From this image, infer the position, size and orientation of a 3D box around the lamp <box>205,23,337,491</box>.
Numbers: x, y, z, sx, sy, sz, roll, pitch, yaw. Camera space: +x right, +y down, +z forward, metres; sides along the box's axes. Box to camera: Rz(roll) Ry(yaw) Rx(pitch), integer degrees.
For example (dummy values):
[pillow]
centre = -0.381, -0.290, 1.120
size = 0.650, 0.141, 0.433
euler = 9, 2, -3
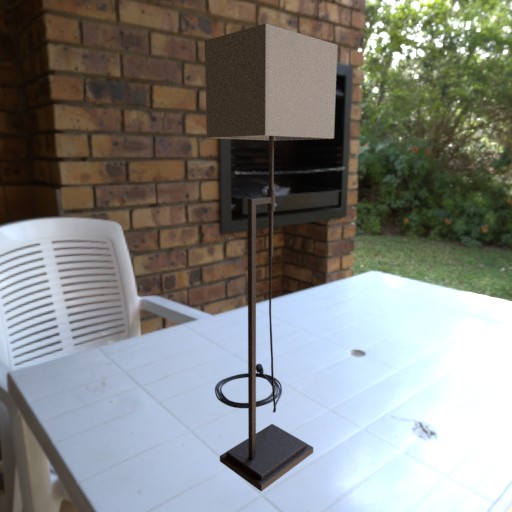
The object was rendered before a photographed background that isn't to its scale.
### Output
[lamp]
centre = 0.000, 0.000, 1.952
size = 0.774, 1.600, 0.698
euler = 12, 18, 44
